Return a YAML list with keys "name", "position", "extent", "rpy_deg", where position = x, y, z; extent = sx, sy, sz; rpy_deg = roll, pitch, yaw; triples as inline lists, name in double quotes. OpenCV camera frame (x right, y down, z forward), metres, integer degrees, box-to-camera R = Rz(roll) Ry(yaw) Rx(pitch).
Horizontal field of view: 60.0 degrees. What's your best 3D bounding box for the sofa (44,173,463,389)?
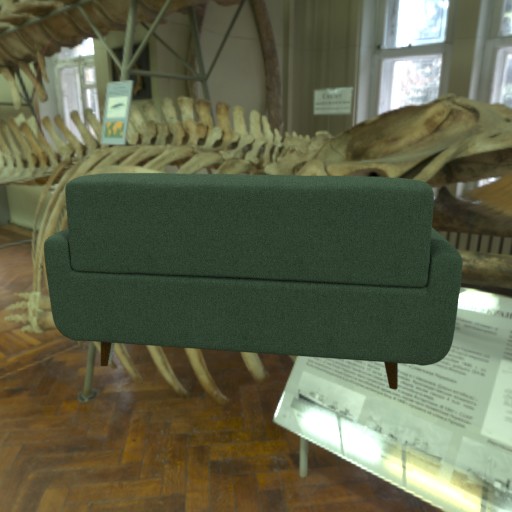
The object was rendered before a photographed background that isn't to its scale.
- name: "sofa"
  position: [0.000, 0.000, 2.148]
  extent: [1.631, 0.841, 0.909]
  rpy_deg: [2, 16, 8]
